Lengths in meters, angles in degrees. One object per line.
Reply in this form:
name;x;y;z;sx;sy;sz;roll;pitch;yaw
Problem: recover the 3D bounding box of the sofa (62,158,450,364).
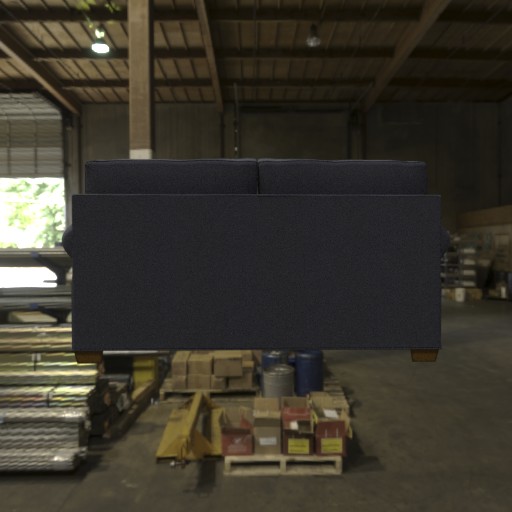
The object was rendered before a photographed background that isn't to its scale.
sofa;0.000;0.000;2.607;2.009;1.031;0.951;0;1;-1
